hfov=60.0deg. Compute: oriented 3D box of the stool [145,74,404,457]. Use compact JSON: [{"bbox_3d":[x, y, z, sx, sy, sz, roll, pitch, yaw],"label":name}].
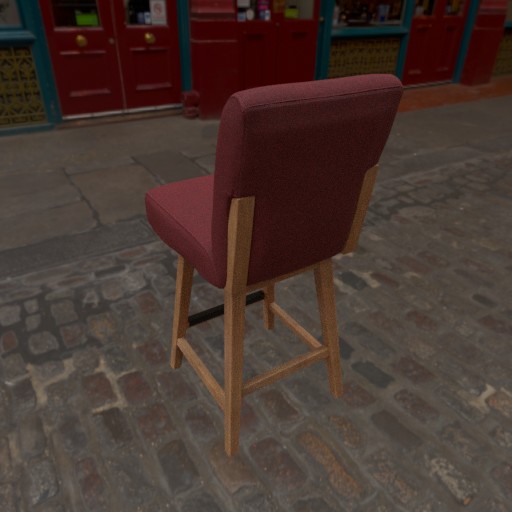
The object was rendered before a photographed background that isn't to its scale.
[{"bbox_3d":[0.000,0.000,1.300,0.468,1.038,0.562,-18,35,-27],"label":"stool"}]
